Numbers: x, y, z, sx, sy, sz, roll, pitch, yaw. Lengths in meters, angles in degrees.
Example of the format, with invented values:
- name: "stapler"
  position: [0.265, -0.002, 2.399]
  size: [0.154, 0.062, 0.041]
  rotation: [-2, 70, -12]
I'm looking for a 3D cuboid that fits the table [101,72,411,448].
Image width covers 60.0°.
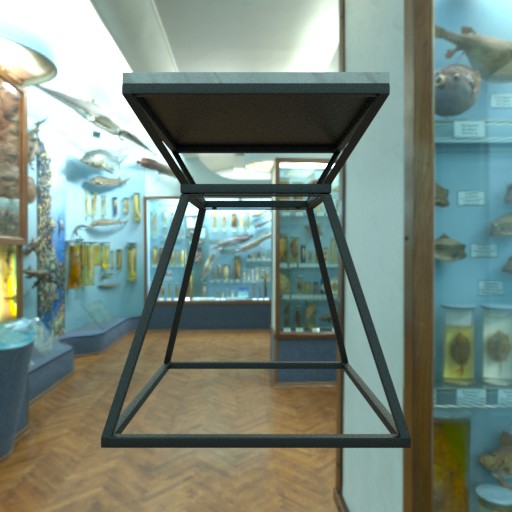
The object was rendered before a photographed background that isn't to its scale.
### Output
- name: "table"
  position: [0.000, 0.000, 0.873]
  size: [0.455, 0.559, 0.455]
  rotation: [0, 1, 0]
